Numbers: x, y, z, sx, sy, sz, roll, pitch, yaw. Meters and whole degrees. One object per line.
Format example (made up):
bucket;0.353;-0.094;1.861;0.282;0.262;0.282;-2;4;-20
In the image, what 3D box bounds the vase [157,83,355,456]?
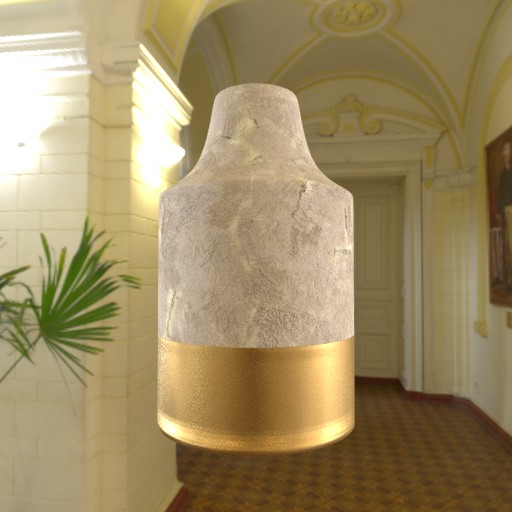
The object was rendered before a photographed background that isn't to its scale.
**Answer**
vase;0.000;0.000;0.427;0.184;0.305;0.184;0;-2;0
